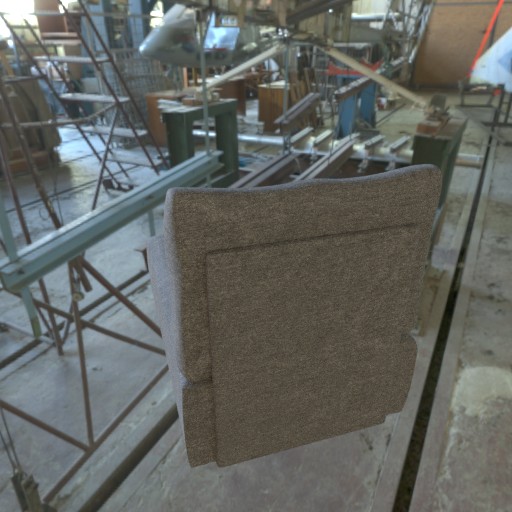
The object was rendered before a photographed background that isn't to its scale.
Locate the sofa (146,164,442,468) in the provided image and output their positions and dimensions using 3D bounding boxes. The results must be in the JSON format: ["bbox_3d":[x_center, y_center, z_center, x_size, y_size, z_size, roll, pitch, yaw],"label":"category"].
[{"bbox_3d":[0.000,0.000,1.553,0.700,0.820,1.000,-8,28,-16],"label":"sofa"}]
